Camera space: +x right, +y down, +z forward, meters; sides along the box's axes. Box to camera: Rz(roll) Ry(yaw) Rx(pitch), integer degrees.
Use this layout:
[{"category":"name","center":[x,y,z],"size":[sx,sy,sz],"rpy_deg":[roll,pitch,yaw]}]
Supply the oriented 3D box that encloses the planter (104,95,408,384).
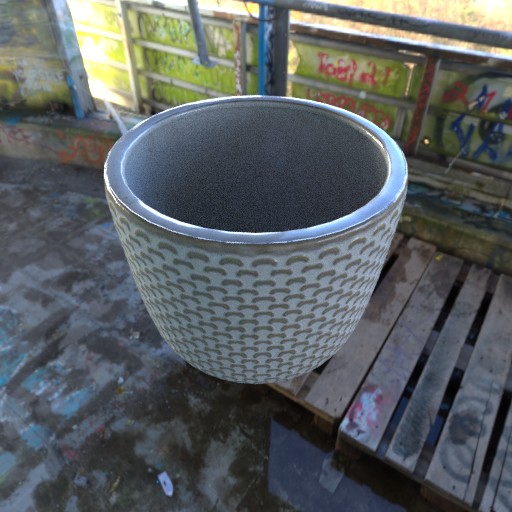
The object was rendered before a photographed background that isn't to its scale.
[{"category":"planter","center":[0.000,0.000,0.307],"size":[0.173,0.160,0.173],"rpy_deg":[0,41,0]}]
